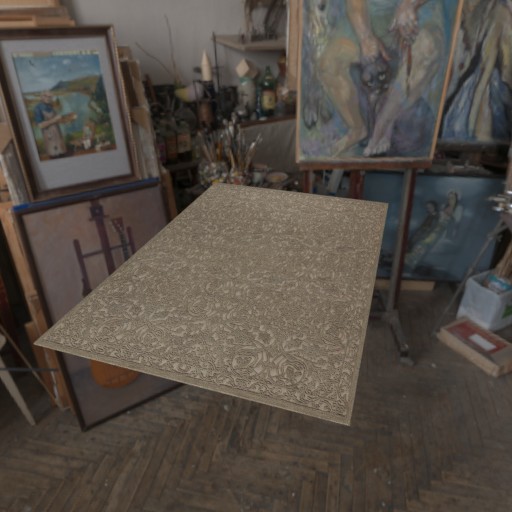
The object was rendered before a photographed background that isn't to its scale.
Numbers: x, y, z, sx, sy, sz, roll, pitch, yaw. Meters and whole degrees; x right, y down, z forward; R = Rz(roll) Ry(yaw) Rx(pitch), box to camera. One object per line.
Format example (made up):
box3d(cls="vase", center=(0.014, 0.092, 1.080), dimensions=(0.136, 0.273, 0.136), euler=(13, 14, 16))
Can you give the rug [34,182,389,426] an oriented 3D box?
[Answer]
box3d(cls="rug", center=(0.000, 0.000, 2.309), dimensions=(1.221, 0.006, 1.827), euler=(9, 32, 16))
